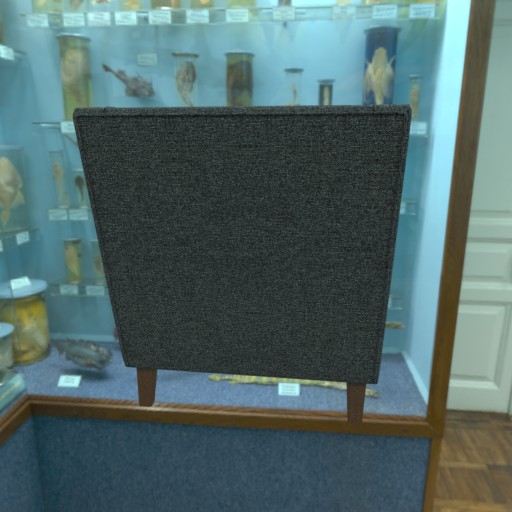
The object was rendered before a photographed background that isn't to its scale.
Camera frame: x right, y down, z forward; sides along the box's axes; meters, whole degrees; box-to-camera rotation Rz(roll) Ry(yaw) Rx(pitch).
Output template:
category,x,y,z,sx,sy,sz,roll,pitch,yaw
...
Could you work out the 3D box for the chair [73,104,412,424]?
category,x,y,z,sx,sy,sz,roll,pitch,yaw
chair,0.000,0.000,1.759,0.942,1.082,0.927,2,15,7
